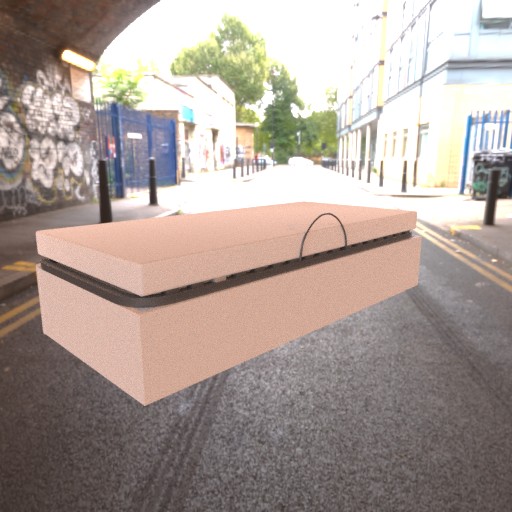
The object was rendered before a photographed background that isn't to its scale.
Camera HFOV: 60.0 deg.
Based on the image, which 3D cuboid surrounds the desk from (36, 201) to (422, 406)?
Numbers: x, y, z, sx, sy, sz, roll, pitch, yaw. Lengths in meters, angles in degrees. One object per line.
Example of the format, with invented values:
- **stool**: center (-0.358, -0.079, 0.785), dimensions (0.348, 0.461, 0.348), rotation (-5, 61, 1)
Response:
- **desk**: center (0.000, 0.000, 2.303), dimensions (0.900, 0.526, 1.900), rotation (12, 18, 43)
